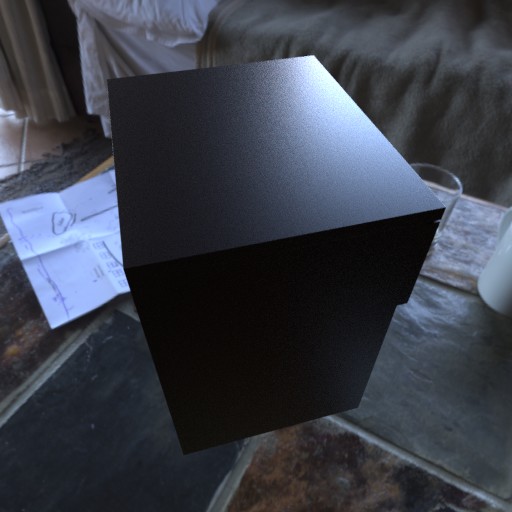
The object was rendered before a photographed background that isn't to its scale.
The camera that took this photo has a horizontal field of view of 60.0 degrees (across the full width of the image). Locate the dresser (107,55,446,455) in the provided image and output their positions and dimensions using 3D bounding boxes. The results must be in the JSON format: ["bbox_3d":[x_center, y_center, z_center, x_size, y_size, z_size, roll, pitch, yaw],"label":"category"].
[{"bbox_3d":[0.000,0.000,0.741,0.360,0.470,0.400,-11,47,-10],"label":"dresser"}]
